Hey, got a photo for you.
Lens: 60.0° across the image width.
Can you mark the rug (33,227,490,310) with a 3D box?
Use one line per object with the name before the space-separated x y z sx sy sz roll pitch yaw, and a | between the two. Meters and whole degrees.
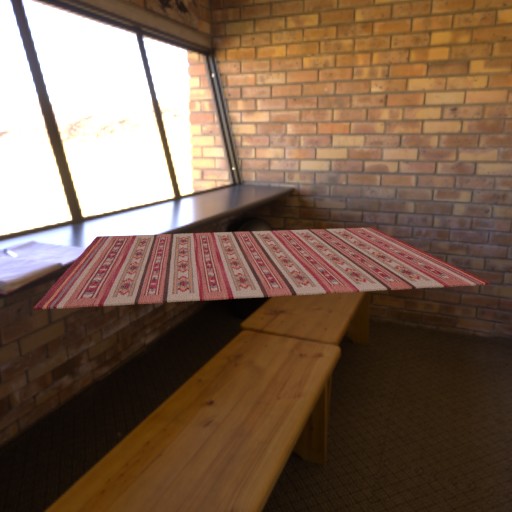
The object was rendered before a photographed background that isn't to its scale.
rug | 0.000 0.000 2.313 1.817 0.008 1.223 -2 15 -9
